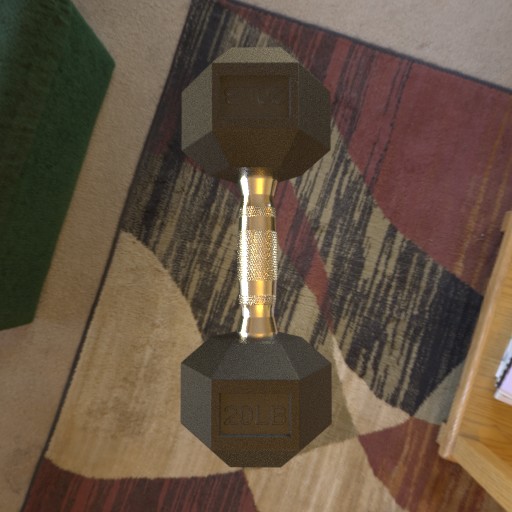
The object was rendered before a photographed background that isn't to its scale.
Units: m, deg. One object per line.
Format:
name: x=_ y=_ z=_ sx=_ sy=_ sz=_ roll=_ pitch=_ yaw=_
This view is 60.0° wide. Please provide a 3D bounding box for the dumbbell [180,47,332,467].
dumbbell: x=0.000 y=0.000 z=0.344 sx=0.116 sy=0.101 sz=0.297 roll=0 pitch=89 yaw=1
